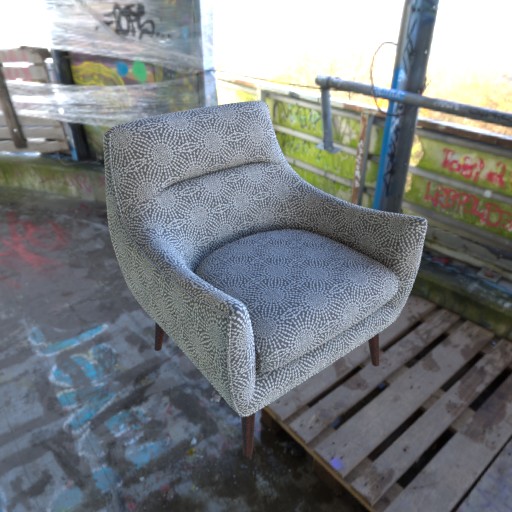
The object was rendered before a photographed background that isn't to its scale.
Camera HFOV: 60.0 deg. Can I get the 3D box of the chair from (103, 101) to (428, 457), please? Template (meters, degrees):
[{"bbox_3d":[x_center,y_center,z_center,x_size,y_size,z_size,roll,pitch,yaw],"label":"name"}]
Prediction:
[{"bbox_3d":[0.000,0.000,1.481,0.762,0.838,0.787,-22,38,-32],"label":"chair"}]
